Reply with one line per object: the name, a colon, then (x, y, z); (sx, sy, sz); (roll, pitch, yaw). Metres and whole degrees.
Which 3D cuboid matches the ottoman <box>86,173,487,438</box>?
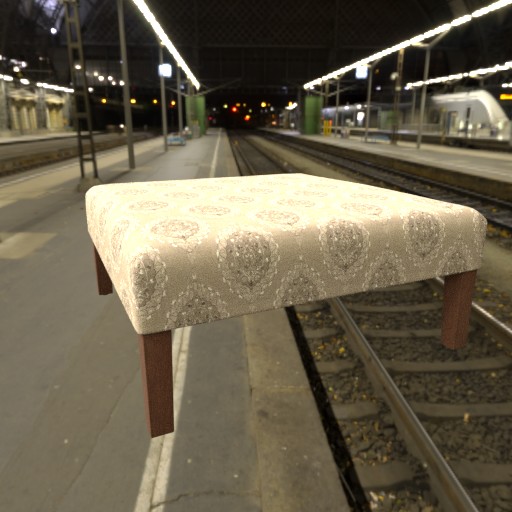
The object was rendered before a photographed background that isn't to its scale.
ottoman: (0.000, 0.000, 1.365); (0.889, 0.411, 0.890); (-8, 19, -24)
